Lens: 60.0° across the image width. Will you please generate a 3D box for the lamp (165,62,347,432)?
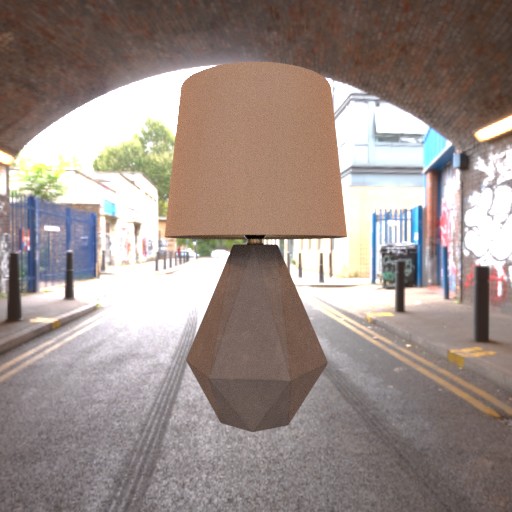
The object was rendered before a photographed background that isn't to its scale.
[{"bbox_3d":[0.000,0.000,0.685,0.276,0.501,0.276,0,1,0],"label":"lamp"}]
